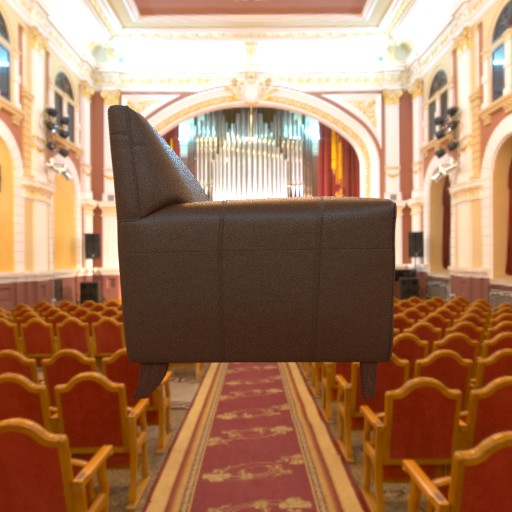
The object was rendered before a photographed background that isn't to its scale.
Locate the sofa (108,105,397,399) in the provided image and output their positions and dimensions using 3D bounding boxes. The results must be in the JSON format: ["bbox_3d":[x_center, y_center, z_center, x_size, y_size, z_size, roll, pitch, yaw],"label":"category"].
[{"bbox_3d":[0.000,0.000,1.989,0.853,0.859,1.468,0,0,0],"label":"sofa"}]
